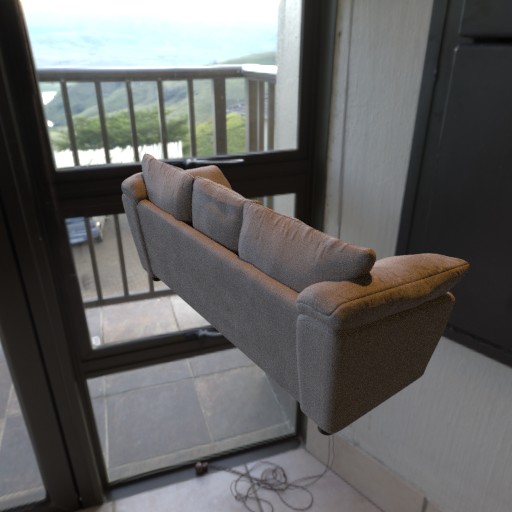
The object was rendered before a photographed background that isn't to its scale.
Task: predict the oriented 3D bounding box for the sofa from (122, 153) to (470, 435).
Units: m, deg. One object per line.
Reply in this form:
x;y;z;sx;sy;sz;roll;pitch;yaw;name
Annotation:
0.000;0.000;2.828;0.878;0.996;2.334;-18;31;-32;sofa
